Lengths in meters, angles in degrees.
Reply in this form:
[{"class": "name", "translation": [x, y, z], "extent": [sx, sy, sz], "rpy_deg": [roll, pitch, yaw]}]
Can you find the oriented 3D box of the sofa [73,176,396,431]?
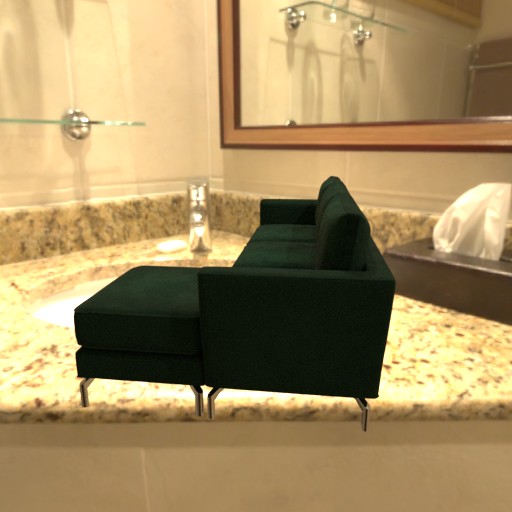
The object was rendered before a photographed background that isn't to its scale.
[{"class": "sofa", "translation": [0.000, 0.000, 3.134], "extent": [1.489, 1.007, 2.441], "rpy_deg": [2, 15, 7]}]
